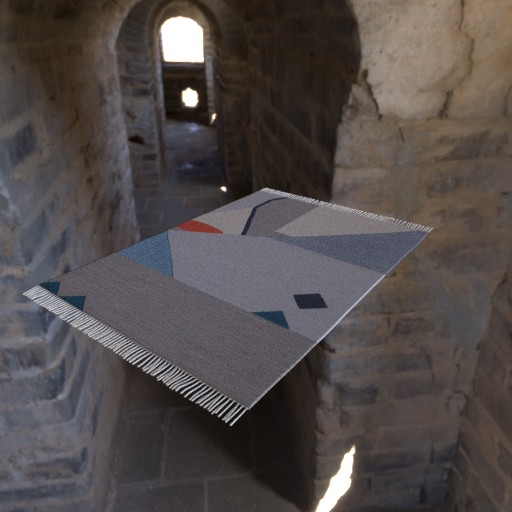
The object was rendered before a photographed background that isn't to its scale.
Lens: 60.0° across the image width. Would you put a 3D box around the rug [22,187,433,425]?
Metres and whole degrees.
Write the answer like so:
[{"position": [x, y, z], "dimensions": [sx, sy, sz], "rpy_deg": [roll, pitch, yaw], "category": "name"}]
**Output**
[{"position": [0.000, 0.000, 2.268], "dimensions": [1.220, 0.005, 1.828], "rpy_deg": [19, 33, 33], "category": "rug"}]
